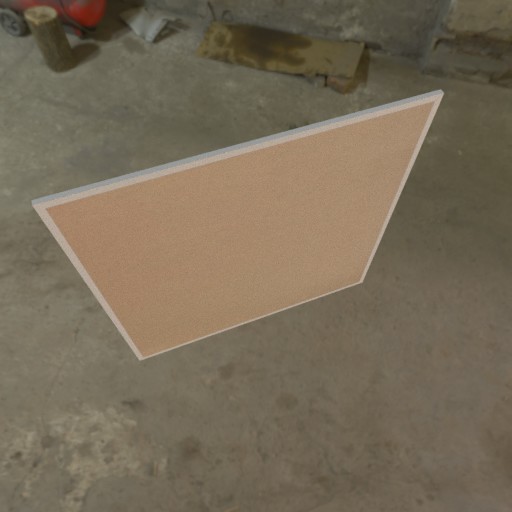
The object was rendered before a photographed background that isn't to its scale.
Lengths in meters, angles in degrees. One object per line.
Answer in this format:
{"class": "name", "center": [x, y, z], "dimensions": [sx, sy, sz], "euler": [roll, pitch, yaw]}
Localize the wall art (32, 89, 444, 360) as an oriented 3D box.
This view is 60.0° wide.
{"class": "wall art", "center": [0.000, 0.000, 1.168], "dimensions": [0.809, 0.809, 0.012], "euler": [-18, 60, -11]}
